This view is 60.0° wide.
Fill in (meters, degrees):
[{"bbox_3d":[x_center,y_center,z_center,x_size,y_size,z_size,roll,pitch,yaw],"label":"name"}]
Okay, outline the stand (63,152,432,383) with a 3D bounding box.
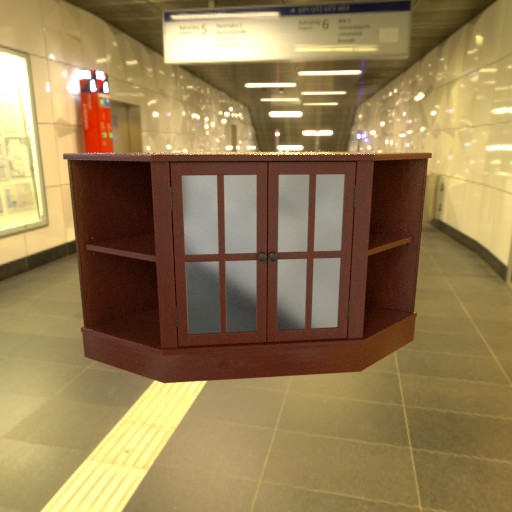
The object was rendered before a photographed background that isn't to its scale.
[{"bbox_3d":[0.000,0.000,1.356,1.072,0.614,0.381,-2,14,-6],"label":"stand"}]
